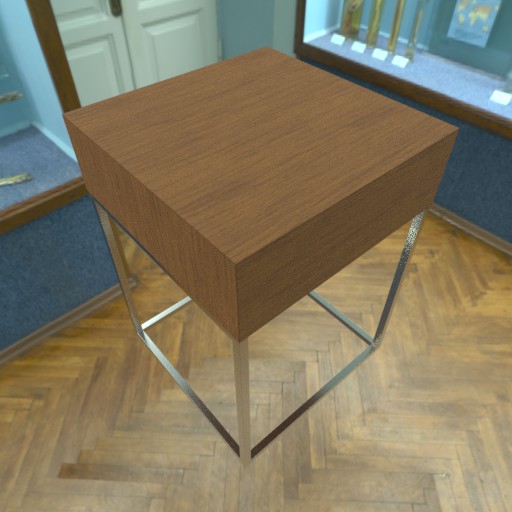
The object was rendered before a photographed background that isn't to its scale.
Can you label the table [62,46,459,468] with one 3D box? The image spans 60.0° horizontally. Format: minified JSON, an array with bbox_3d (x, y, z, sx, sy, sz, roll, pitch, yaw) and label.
[{"bbox_3d":[0.000,0.000,0.816,0.397,0.540,0.398,-32,53,-27],"label":"table"}]
